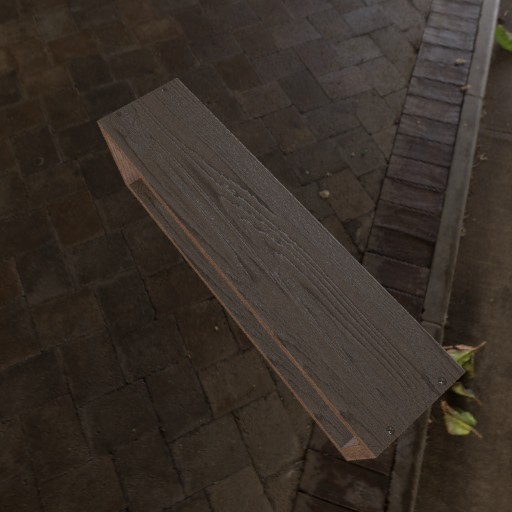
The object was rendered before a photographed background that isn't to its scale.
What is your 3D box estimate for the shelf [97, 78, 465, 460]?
[{"bbox_3d":[0.000,0.000,0.684,0.150,0.170,0.610,-36,69,-16],"label":"shelf"}]
